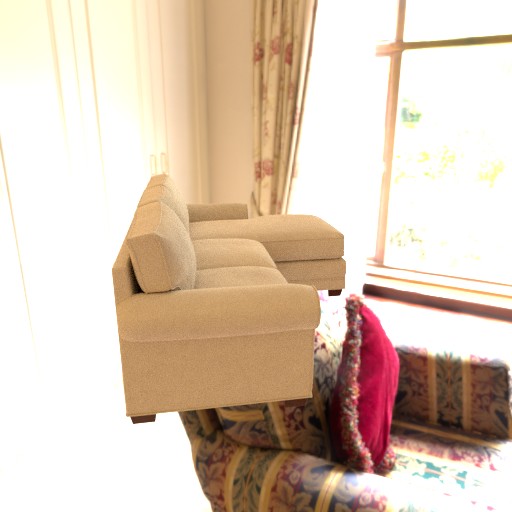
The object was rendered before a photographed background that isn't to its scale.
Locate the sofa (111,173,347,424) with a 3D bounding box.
[{"bbox_3d":[0.000,0.000,2.346,1.226,0.734,1.770,-3,18,-9],"label":"sofa"}]
